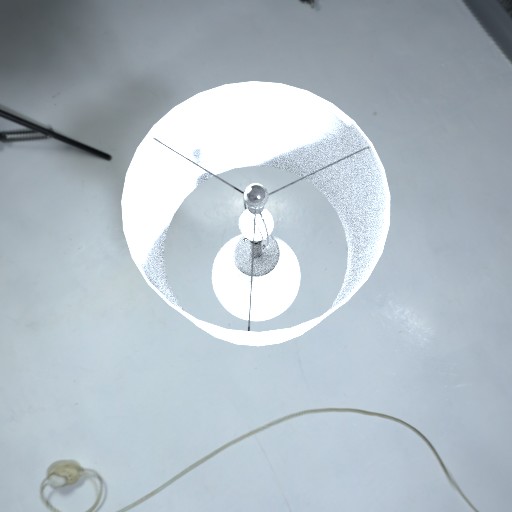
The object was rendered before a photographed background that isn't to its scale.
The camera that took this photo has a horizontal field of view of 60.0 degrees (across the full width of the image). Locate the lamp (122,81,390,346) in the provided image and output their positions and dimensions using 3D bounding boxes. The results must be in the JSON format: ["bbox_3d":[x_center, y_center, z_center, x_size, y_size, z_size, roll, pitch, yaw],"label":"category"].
[{"bbox_3d":[0.000,0.000,0.888,0.357,0.673,0.357,-26,77,-6],"label":"lamp"}]
